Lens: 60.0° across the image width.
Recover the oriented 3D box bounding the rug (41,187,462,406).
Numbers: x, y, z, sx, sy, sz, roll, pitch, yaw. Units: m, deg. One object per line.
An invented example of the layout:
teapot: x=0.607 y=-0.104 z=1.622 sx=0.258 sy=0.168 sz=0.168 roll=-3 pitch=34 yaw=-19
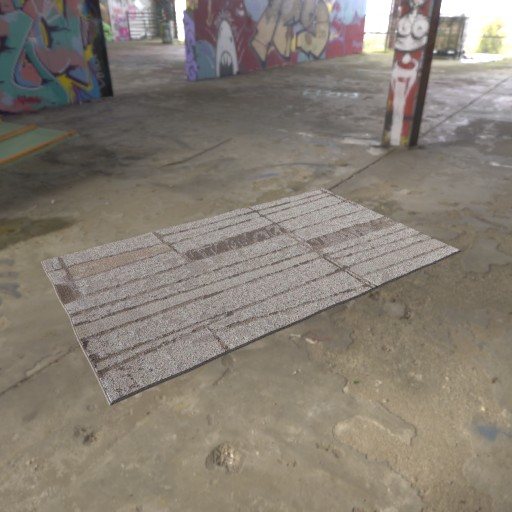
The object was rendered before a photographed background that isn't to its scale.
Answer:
rug: x=0.000 y=0.000 z=1.056 sx=0.867 sy=0.007 sz=0.515 roll=-18 pitch=34 yaw=-29
